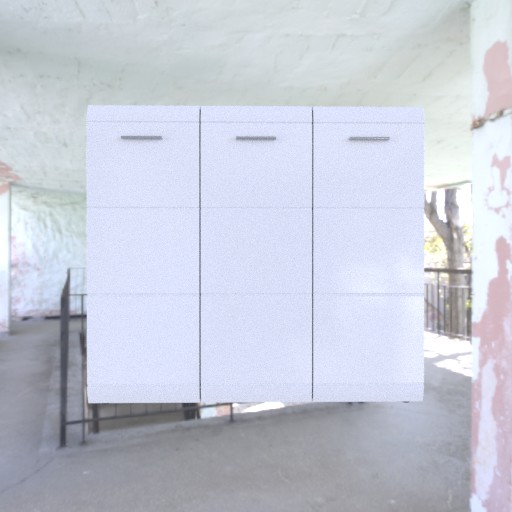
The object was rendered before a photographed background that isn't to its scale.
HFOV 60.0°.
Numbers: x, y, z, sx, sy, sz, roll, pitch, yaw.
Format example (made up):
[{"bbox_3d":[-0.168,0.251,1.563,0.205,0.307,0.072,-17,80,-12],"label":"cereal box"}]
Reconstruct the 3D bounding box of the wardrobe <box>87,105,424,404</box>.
[{"bbox_3d":[0.000,0.000,1.913,1.340,1.200,0.360,0,0,-1],"label":"wardrobe"}]
